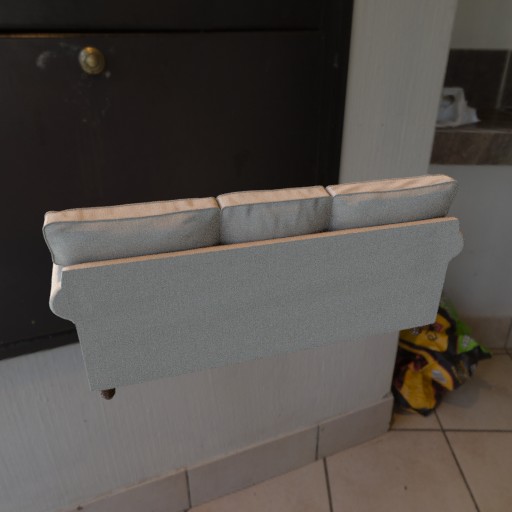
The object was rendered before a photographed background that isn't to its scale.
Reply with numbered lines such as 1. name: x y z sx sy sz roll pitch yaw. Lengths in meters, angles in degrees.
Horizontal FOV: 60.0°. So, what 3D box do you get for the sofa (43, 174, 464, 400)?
1. sofa: 0.000 0.000 2.543 2.084 0.961 0.916 -8 27 -15
